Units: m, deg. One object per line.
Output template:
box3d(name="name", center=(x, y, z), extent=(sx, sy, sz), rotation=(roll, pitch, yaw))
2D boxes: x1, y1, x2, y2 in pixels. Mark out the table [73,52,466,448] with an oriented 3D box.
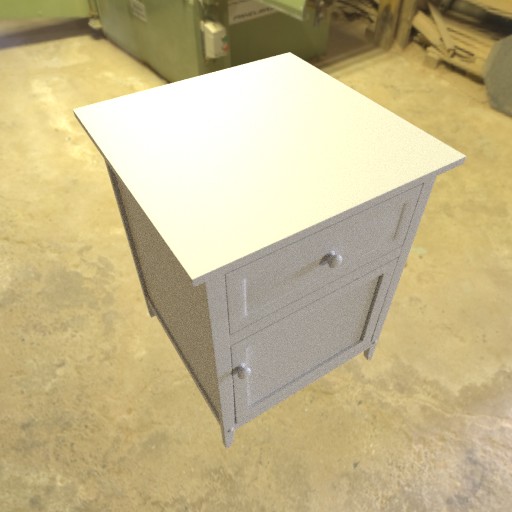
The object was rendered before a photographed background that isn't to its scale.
box3d(name="table", center=(0.000, 0.000, 0.767), extent=(0.381, 0.483, 0.381), rotation=(-24, 51, -22))
